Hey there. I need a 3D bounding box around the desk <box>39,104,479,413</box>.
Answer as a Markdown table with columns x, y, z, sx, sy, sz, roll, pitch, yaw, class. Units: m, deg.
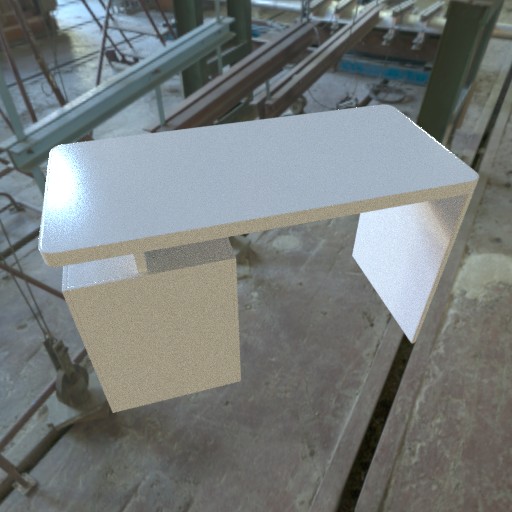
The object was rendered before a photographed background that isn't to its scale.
| x | y | z | sx | sy | sz | roll | pitch | yaw | class |
| --- | --- | --- | --- | --- | --- | --- | --- | --- | --- |
| 0.000 | 0.000 | 1.586 | 1.200 | 0.760 | 0.550 | -11 | 43 | -12 | desk |
